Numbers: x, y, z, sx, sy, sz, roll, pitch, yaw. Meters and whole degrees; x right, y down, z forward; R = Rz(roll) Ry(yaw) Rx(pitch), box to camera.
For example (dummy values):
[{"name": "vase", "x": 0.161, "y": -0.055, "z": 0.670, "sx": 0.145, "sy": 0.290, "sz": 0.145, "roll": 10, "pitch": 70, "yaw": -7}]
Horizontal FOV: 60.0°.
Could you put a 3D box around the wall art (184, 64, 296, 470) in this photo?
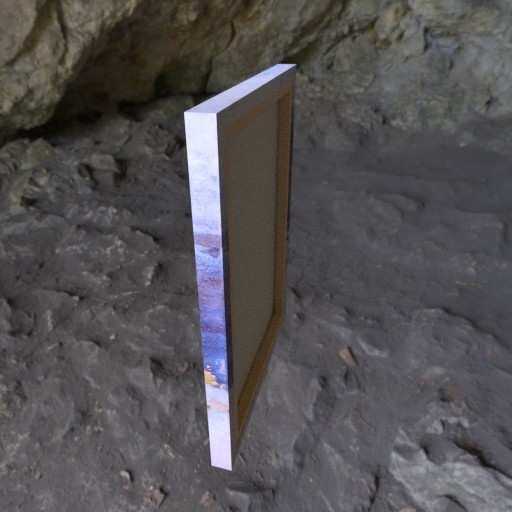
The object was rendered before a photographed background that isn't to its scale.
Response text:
[{"name": "wall art", "x": 0.000, "y": 0.000, "z": 0.784, "sx": 0.036, "sy": 0.581, "sz": 0.437, "roll": 8, "pitch": 31, "yaw": 13}]
